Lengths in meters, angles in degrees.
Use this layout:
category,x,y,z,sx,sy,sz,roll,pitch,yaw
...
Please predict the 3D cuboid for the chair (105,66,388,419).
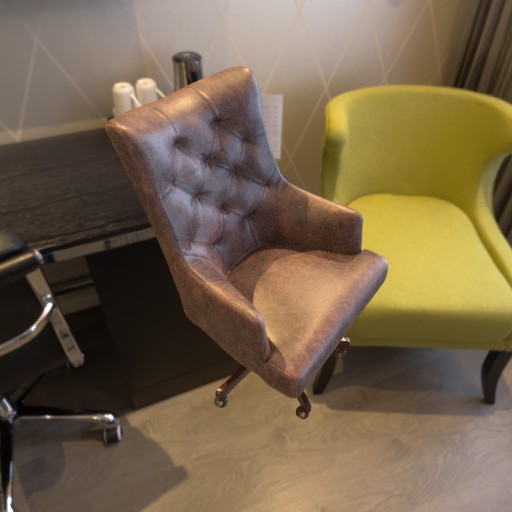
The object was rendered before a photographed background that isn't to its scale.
category,x,y,z,sx,sy,sz,roll,pitch,yaw
chair,0.000,0.000,1.542,0.762,1.035,0.641,26,47,26
